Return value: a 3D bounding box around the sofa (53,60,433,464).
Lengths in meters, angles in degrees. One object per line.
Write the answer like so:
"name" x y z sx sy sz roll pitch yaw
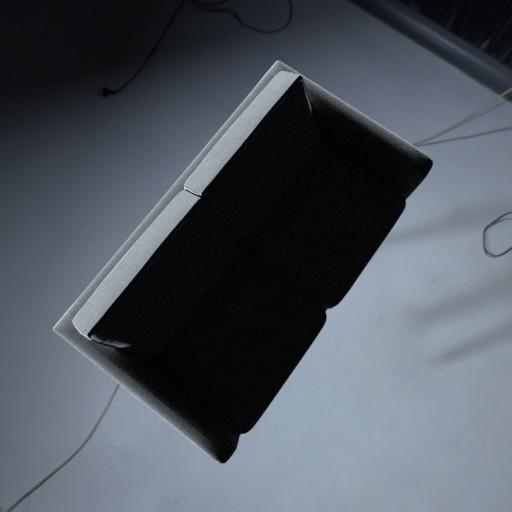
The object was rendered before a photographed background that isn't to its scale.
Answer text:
"sofa" 0.000 0.000 2.327 1.000 0.900 1.731 36 79 8
